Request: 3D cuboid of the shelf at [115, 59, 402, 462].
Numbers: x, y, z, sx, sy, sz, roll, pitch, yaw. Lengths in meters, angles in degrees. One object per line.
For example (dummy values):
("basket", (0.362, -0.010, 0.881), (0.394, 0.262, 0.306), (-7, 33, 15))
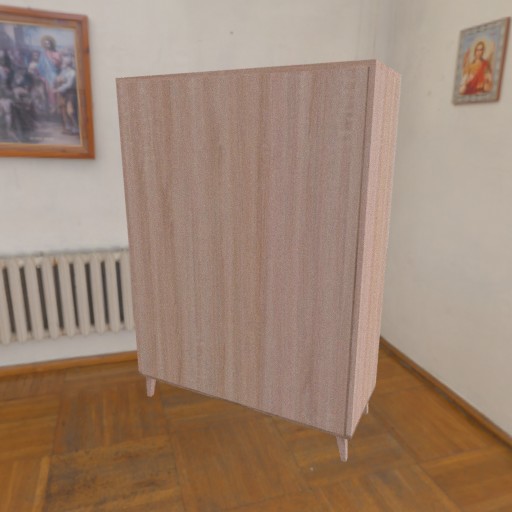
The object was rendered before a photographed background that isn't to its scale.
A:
("shelf", (0.000, 0.000, 1.859), (0.995, 1.405, 0.434), (8, 17, 26))
